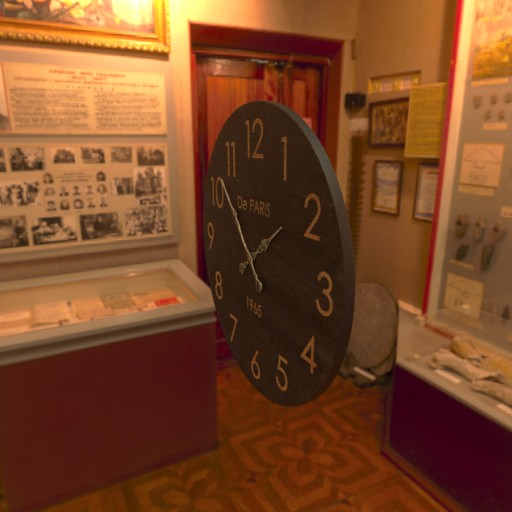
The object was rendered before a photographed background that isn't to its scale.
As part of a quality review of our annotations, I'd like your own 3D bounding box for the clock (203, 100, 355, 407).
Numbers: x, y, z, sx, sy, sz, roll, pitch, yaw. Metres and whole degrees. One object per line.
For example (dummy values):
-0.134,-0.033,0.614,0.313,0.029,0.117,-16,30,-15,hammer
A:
0.000,0.000,0.899,0.029,0.595,0.595,-7,17,-25,clock
